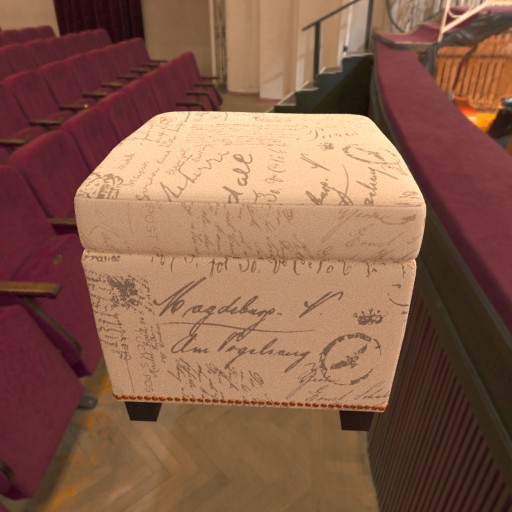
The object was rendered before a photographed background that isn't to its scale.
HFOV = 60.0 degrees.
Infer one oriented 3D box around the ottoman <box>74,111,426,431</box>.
[{"bbox_3d":[0.000,0.000,0.820,0.450,0.457,0.449,2,30,3],"label":"ottoman"}]
